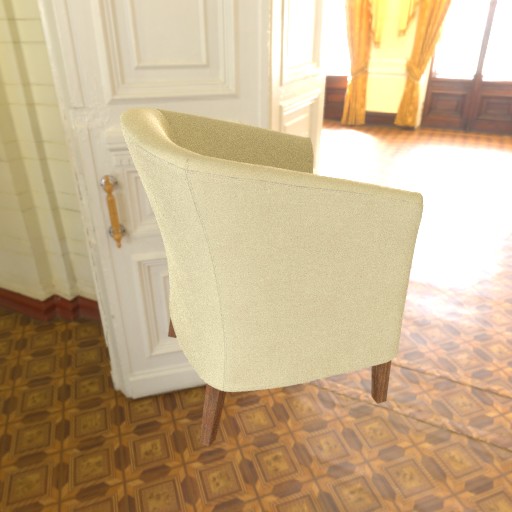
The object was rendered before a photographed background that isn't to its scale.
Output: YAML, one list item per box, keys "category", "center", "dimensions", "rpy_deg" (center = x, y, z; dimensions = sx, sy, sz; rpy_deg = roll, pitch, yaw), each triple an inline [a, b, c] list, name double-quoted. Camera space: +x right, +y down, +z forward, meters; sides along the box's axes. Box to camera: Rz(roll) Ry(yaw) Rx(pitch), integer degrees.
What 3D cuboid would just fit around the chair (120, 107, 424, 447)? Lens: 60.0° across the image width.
- category: "chair"
  center: [0.000, 0.000, 1.306]
  dimensions: [0.657, 0.822, 0.643]
  rpy_deg: [-10, 29, -18]
